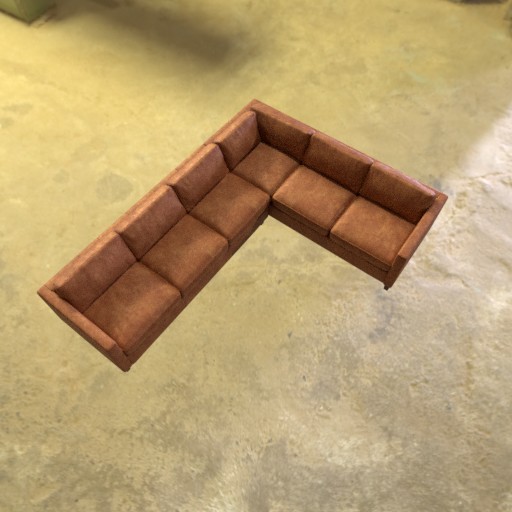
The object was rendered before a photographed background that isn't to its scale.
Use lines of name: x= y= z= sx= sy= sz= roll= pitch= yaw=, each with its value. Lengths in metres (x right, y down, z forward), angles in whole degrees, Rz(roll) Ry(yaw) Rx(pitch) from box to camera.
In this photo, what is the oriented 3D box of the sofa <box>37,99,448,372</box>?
sofa: x=0.000 y=0.000 z=4.343 sx=2.438 sy=0.838 sz=3.167 roll=33 pitch=64 yaw=18
